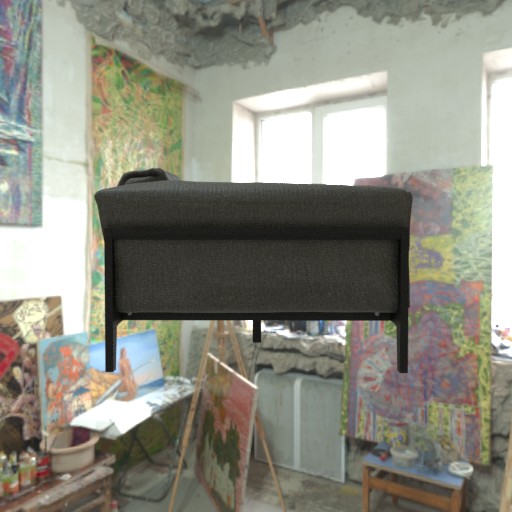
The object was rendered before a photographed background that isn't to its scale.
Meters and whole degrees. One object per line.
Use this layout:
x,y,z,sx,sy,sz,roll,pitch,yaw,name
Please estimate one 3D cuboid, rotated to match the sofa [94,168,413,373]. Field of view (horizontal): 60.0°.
0.000,0.000,2.147,0.960,0.656,1.690,0,1,1,sofa
